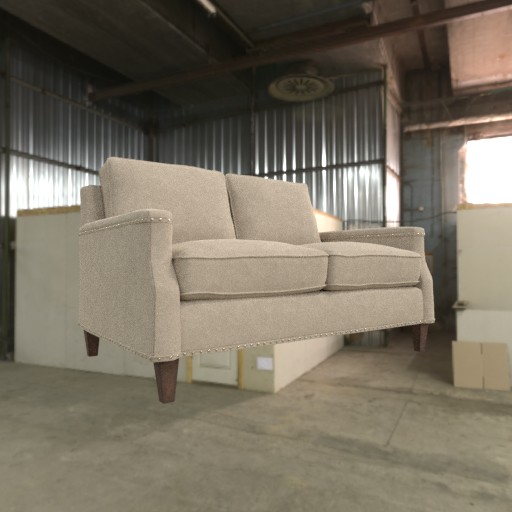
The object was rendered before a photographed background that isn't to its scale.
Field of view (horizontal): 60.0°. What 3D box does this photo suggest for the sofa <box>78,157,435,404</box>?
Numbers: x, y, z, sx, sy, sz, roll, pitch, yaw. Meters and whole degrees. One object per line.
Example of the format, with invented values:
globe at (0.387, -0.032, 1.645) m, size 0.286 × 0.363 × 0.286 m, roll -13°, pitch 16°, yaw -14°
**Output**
sofa at (0.000, 0.000, 2.312) m, size 1.597 × 1.002 × 1.084 m, roll 0°, pitch -1°, yaw -36°
